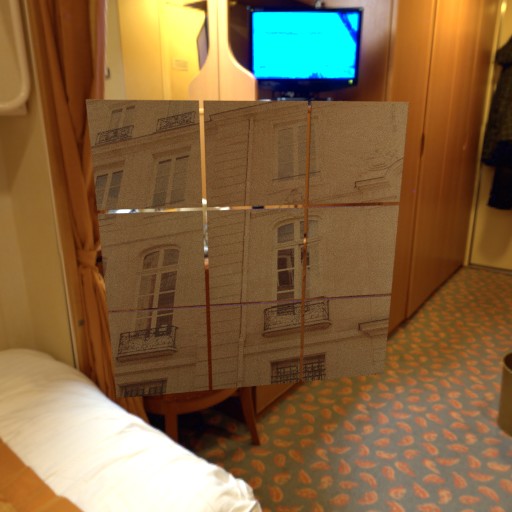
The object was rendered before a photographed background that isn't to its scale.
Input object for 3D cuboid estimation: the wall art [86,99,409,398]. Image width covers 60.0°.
[{"bbox_3d":[0.000,0.000,1.380,0.915,0.913,0.018,-3,17,-9],"label":"wall art"}]
